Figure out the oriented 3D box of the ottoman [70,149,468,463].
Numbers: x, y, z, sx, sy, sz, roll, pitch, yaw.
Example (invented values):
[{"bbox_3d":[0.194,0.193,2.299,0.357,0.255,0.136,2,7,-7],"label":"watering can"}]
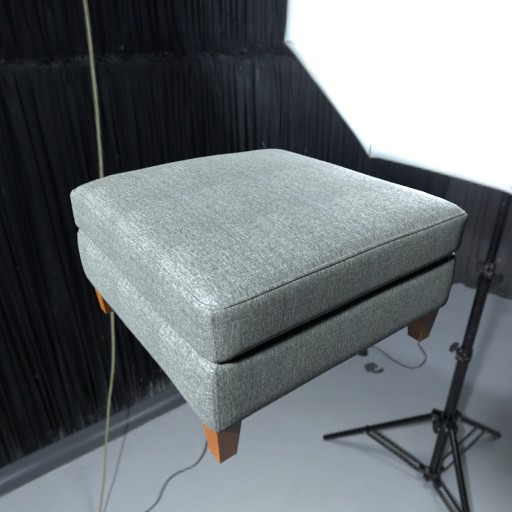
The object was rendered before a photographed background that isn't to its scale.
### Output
[{"bbox_3d":[0.000,0.000,1.339,0.838,0.481,0.838,-19,33,-32],"label":"ottoman"}]
